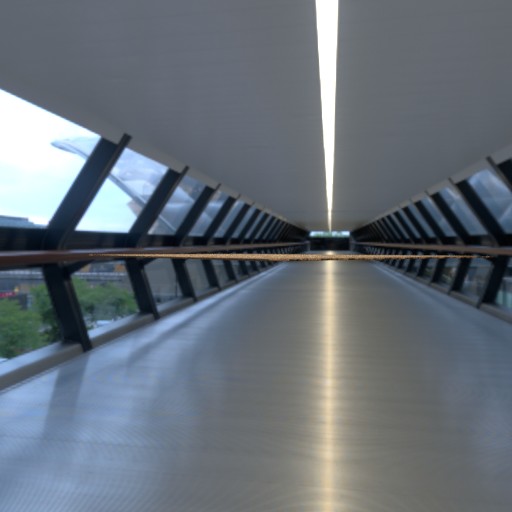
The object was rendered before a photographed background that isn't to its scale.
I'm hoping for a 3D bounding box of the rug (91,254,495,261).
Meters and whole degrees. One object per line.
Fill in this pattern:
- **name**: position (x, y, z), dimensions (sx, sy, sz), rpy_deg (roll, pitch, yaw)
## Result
- **rug**: position (0.000, 0.000, 2.988), dimensions (1.516, 0.010, 2.434), rpy_deg (0, 1, -36)
